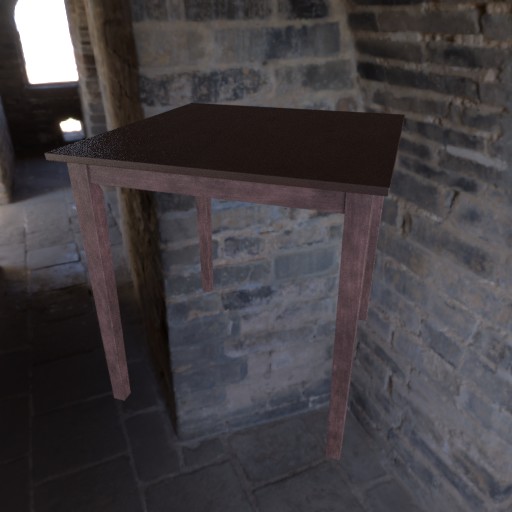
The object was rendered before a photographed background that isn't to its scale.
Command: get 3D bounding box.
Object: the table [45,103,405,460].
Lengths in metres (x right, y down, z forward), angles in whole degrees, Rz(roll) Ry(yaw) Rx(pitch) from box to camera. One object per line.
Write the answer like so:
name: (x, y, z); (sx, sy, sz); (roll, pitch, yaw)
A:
table: (0.000, 0.000, 1.381); (0.749, 0.770, 0.749); (9, 29, 16)
